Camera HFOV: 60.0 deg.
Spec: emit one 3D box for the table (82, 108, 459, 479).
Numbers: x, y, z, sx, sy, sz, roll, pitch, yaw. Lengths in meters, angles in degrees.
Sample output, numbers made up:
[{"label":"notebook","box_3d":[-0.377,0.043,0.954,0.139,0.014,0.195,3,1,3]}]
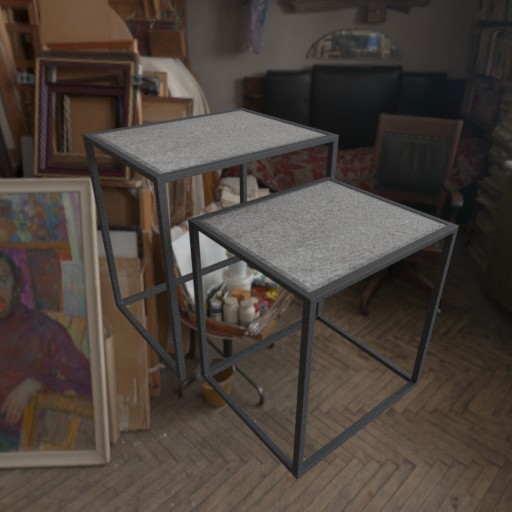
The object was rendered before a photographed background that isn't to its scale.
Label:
[{"label":"table","box_3d":[0.000,0.000,1.131,0.508,0.540,0.788,-21,36,-32]}]
